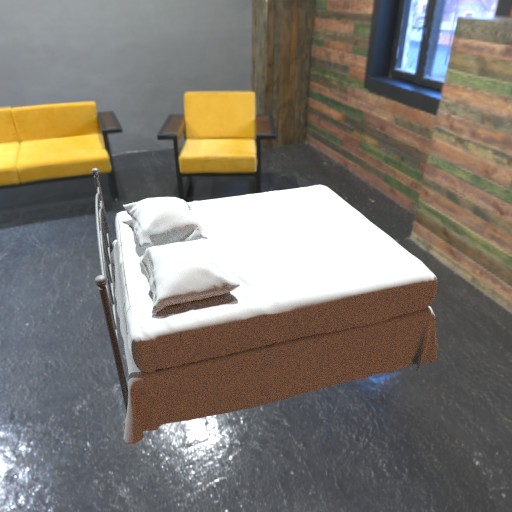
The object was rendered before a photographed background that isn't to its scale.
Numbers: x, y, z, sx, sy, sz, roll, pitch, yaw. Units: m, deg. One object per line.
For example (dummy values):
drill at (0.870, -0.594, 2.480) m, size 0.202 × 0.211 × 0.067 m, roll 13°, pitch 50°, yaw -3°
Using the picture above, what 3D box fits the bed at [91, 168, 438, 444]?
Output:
bed at (0.000, 0.000, 3.340) m, size 2.215 × 1.080 × 1.936 m, roll -10°, pitch 32°, yaw -16°
